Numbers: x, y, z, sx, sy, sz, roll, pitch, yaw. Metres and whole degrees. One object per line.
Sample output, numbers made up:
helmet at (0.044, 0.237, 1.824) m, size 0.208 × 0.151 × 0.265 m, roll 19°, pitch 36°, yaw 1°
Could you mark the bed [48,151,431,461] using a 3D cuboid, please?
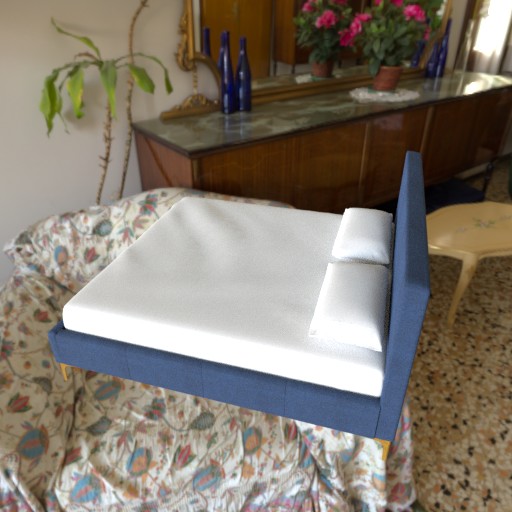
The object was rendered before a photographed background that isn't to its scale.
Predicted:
bed at (0.000, 0.000, 3.379) m, size 2.232 × 1.231 × 2.096 m, roll 9°, pitch 32°, yaw 14°
